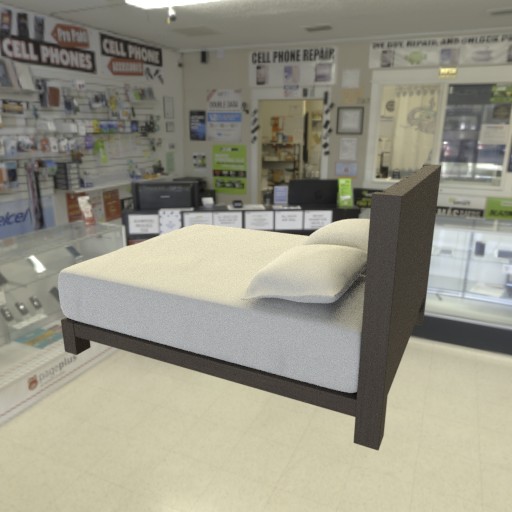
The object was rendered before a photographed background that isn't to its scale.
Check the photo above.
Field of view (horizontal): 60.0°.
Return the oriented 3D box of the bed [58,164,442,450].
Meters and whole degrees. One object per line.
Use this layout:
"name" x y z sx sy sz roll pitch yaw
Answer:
"bed" 0.000 0.000 3.249 2.242 1.270 1.727 8 18 26
